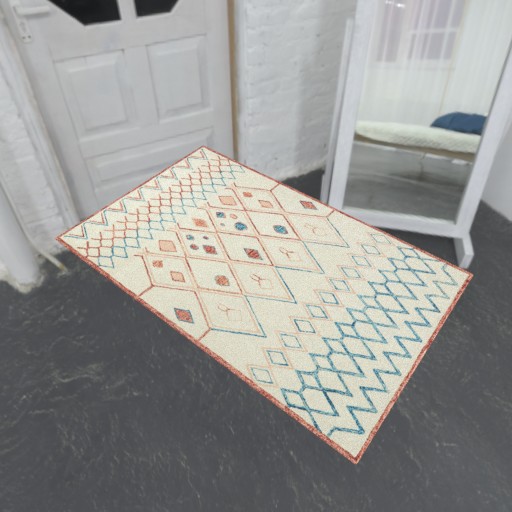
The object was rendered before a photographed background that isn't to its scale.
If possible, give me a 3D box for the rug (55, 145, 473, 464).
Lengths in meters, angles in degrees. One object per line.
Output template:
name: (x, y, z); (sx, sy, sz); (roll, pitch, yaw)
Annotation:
rug: (0.000, 0.000, 3.026); (2.438, 0.015, 1.524); (30, 54, 26)
